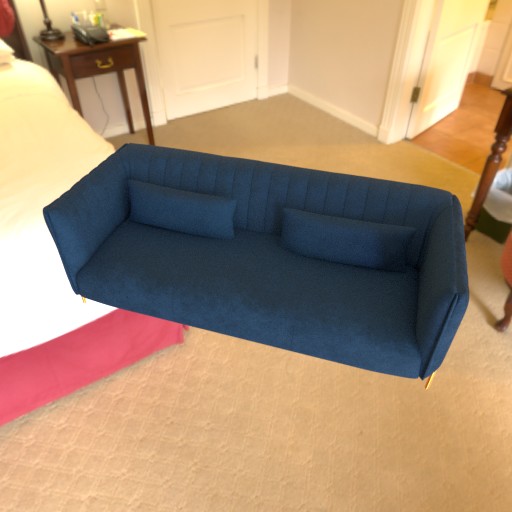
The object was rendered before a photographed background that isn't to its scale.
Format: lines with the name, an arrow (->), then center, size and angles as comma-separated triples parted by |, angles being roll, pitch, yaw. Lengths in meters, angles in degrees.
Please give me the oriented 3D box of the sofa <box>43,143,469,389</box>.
sofa -> 0.000, 0.000, 2.566 | 2.136, 0.793, 0.896 | 11, 41, 13
